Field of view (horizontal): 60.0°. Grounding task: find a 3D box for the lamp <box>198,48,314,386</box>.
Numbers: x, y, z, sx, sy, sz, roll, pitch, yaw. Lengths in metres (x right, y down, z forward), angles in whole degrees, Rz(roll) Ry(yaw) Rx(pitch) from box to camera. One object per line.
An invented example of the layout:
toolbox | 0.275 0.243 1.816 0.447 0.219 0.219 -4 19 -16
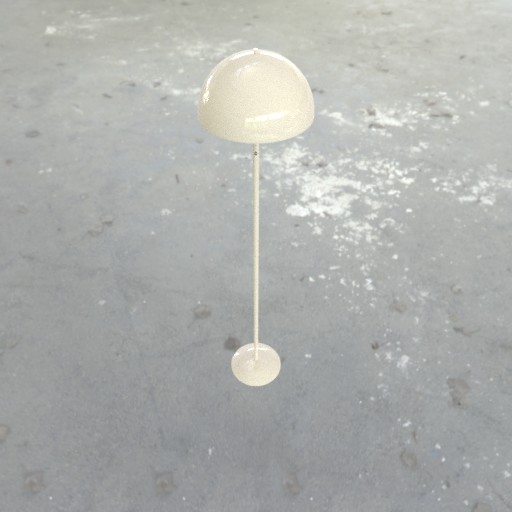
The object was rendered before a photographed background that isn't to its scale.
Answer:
lamp | 0.000 0.000 1.650 0.328 1.480 0.328 -16 47 -16
